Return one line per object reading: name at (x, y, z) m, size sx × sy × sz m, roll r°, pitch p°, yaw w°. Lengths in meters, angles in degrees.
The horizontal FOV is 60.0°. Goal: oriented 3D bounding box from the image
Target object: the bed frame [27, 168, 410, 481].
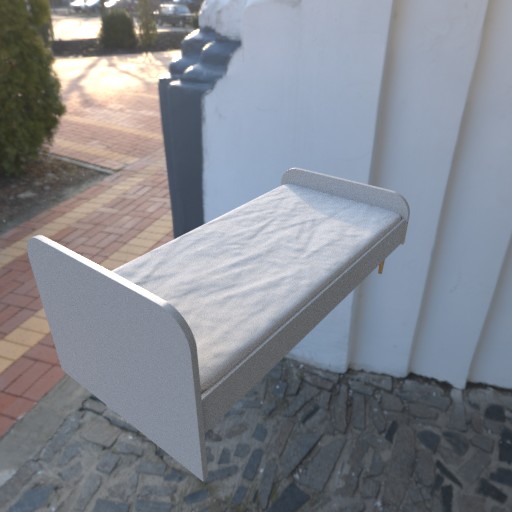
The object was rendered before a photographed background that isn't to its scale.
bed frame at (0.000, 0.000, 2.480) m, size 0.998 × 0.805 × 1.963 m, roll 21°, pitch 36°, yaw 32°
